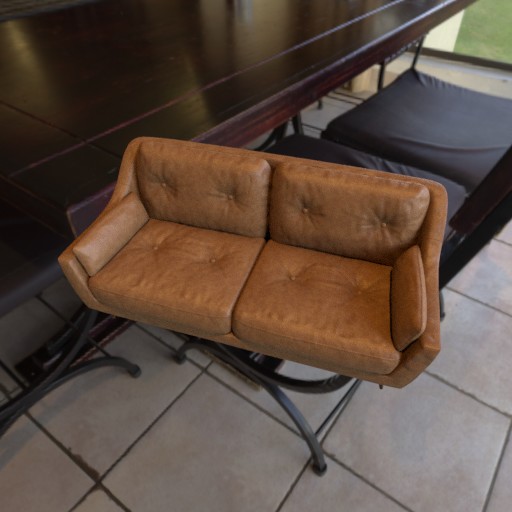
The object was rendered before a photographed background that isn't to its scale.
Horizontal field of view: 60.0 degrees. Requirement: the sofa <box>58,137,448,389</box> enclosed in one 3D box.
[{"bbox_3d":[0.000,0.000,2.433,1.902,0.839,0.904,12,43,13],"label":"sofa"}]
